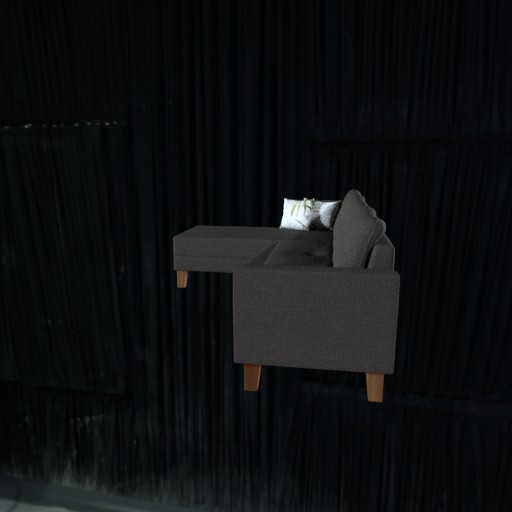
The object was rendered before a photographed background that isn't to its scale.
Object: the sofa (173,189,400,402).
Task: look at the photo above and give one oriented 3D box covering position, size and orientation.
[{"bbox_3d":[0.000,0.000,3.551,1.829,0.932,2.679,2,12,10],"label":"sofa"}]
